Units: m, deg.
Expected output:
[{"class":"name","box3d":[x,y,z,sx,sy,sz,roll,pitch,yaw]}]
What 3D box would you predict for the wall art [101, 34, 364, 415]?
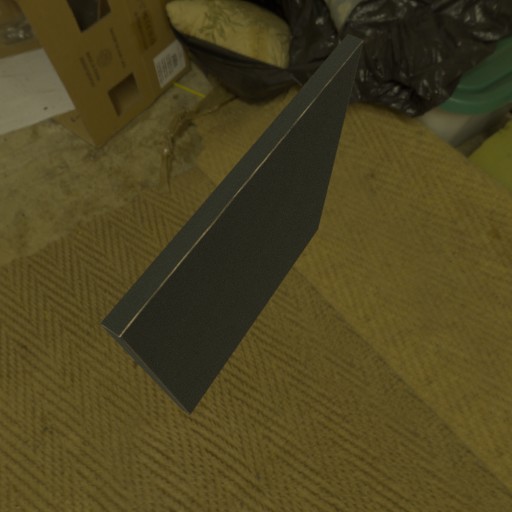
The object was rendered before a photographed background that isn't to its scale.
[{"class":"wall art","box3d":[0.000,0.000,0.445,0.015,0.303,0.304,30,66,15]}]
